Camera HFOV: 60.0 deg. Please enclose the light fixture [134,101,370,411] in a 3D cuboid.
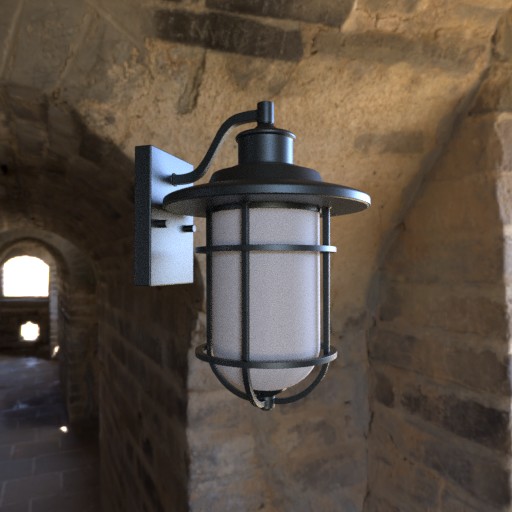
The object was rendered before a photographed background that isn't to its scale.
[{"bbox_3d":[0.000,0.000,0.502,0.252,0.345,0.222,0,-1,18],"label":"light fixture"}]
